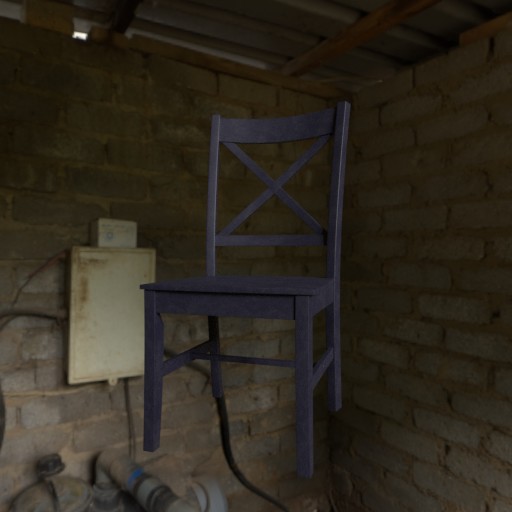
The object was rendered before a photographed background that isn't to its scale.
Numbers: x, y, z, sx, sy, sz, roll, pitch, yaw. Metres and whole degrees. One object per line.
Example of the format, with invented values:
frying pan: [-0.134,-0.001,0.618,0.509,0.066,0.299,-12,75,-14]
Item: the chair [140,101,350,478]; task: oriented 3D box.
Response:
chair: [0.000,0.000,1.295,0.485,0.983,0.542,0,1,18]
